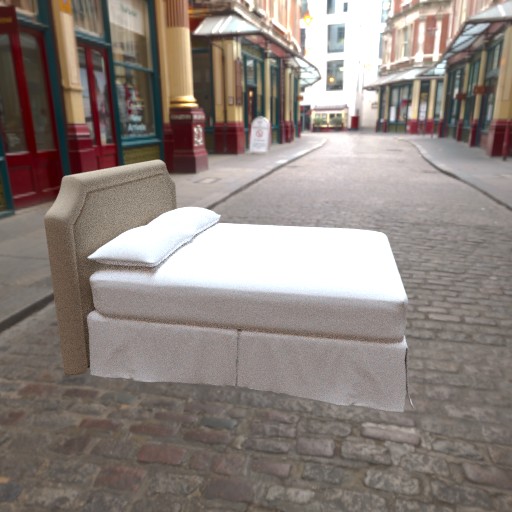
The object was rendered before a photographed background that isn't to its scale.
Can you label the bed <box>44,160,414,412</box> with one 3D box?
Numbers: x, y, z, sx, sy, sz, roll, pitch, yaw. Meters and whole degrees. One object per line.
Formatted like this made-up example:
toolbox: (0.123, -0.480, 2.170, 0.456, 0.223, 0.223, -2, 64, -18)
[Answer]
bed: (0.000, 0.000, 3.351, 2.204, 1.301, 1.828, 3, 17, 11)
